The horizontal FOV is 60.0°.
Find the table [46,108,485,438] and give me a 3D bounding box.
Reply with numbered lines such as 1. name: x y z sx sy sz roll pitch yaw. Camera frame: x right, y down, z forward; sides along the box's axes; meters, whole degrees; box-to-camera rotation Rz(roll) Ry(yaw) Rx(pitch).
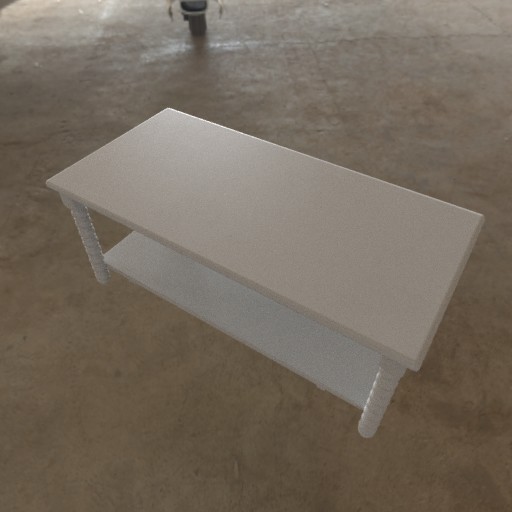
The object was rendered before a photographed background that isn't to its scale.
1. table: 0.000 0.000 1.467 1.171 0.487 0.580 25 50 23
